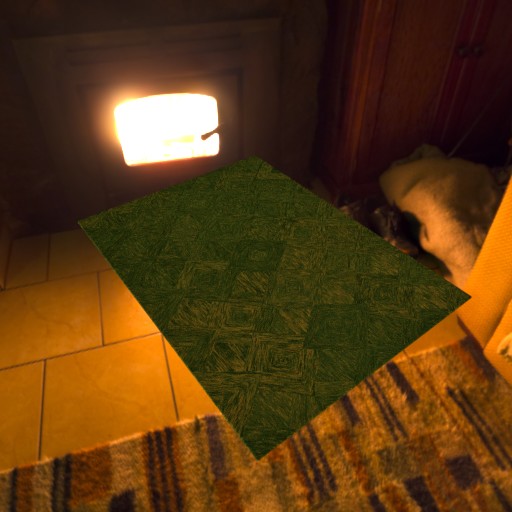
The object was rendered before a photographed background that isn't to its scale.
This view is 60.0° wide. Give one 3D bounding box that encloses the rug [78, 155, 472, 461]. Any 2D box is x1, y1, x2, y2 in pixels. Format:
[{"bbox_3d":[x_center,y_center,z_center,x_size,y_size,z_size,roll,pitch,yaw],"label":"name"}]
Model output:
[{"bbox_3d":[0.000,0.000,4.376,2.405,0.027,3.217,-27,48,-27],"label":"rug"}]
